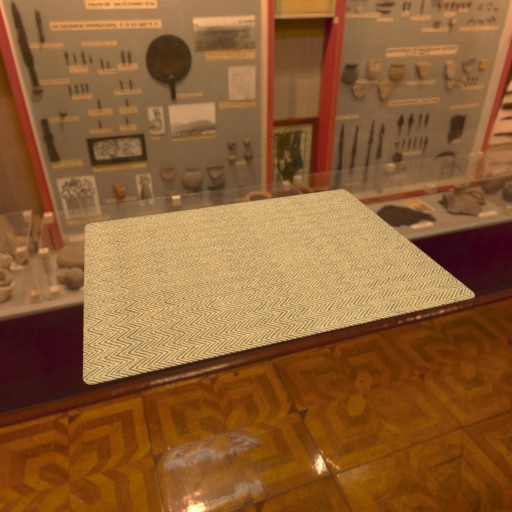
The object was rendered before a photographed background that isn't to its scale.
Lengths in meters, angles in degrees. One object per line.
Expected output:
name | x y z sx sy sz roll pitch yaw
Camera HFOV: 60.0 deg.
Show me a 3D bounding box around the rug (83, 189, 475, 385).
rug | 0.000 0.000 4.354 3.207 0.014 2.439 -10 33 -15
